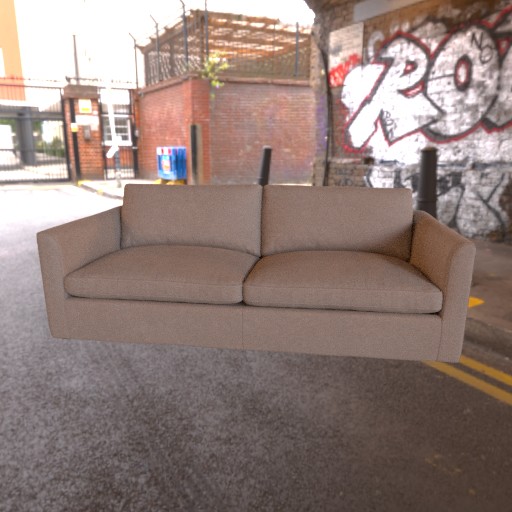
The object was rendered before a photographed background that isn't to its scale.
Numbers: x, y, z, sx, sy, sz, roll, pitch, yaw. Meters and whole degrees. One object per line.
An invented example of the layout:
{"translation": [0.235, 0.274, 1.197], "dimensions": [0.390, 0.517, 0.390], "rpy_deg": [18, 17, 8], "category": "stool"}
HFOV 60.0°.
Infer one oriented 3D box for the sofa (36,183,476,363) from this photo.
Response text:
{"translation": [0.000, 0.000, 2.781], "dimensions": [2.588, 0.838, 1.090], "rpy_deg": [2, 14, 8], "category": "sofa"}
